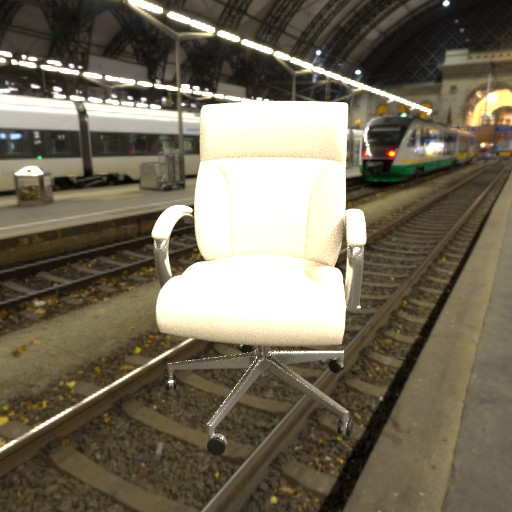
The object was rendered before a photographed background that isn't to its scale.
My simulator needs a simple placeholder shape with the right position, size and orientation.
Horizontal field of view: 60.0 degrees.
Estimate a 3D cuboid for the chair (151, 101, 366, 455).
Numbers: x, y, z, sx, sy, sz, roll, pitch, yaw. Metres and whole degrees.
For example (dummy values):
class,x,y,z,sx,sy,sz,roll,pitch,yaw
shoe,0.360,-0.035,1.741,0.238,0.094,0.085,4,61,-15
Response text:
class,x,y,z,sx,sy,sz,roll,pitch,yaw
chair,0.000,0.000,1.588,0.727,1.099,0.745,2,14,9
